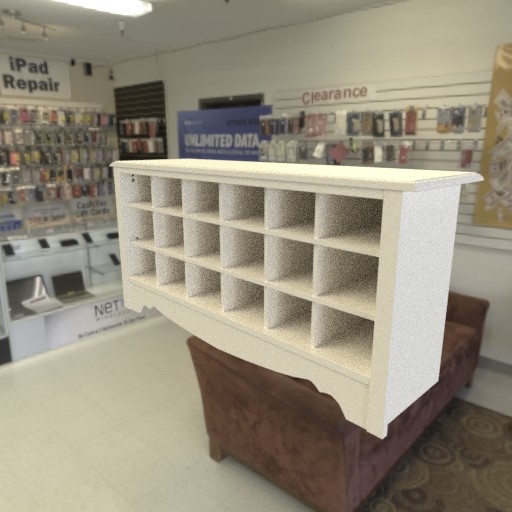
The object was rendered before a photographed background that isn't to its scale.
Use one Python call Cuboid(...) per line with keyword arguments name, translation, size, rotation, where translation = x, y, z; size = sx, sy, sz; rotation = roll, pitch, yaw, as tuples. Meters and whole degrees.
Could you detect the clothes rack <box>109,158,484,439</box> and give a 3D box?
Cuboid(name="clothes rack", translation=(0.000, 0.000, 1.328), size=(0.324, 0.531, 1.120), rotation=(-14, 20, -43))
